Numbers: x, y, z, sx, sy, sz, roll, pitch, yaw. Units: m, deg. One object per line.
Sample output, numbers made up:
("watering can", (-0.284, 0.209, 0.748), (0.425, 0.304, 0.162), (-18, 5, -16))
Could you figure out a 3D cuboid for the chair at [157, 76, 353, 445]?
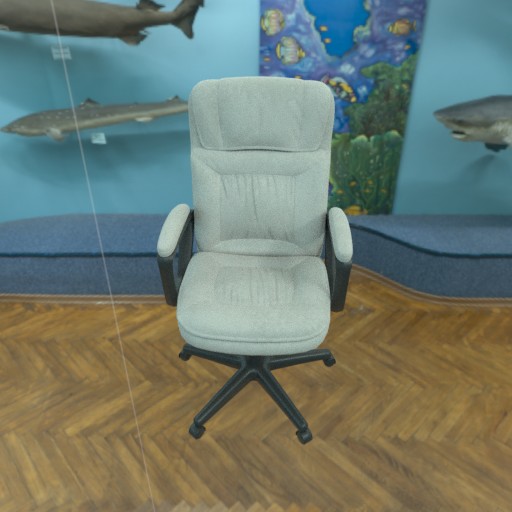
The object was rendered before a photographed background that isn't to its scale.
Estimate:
("chair", (0.000, 0.000, 1.574), (0.667, 1.105, 0.724), (2, 30, 3))
